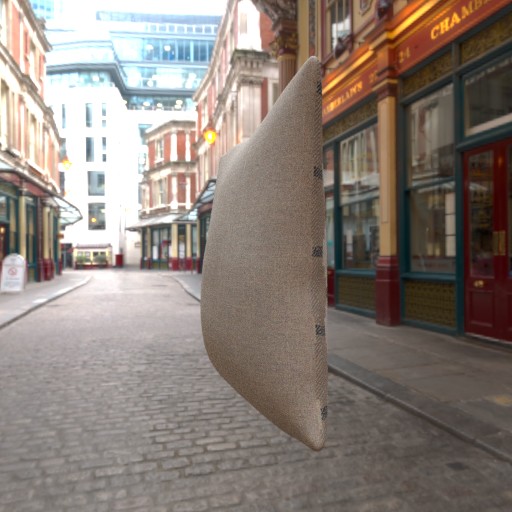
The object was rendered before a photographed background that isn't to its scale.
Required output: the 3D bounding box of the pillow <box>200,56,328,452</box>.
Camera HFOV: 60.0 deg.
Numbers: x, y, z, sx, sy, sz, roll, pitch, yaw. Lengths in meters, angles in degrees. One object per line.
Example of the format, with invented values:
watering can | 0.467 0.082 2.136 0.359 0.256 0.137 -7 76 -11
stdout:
pillow | 0.000 0.000 0.877 0.192 0.558 0.578 0 -1 -18
